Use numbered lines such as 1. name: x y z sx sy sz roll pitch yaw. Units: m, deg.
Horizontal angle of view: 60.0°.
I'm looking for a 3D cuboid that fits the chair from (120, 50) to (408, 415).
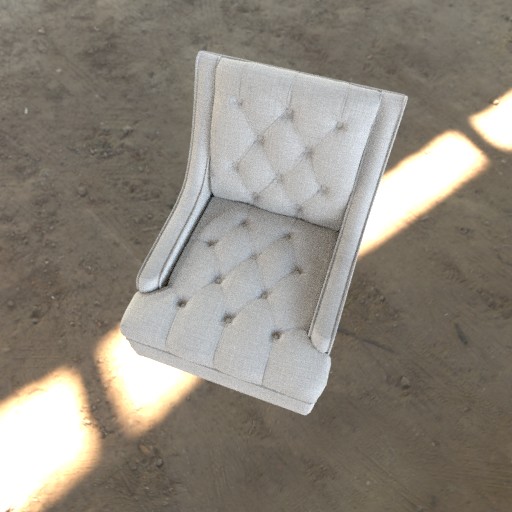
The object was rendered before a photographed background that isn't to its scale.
1. chair: 0.000 0.000 1.457 0.658 0.891 0.772 17 59 10
